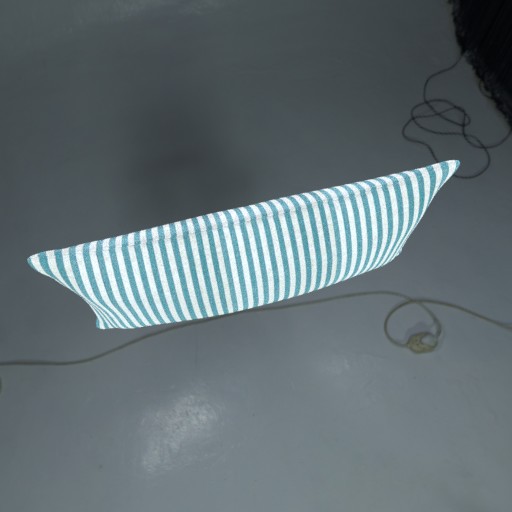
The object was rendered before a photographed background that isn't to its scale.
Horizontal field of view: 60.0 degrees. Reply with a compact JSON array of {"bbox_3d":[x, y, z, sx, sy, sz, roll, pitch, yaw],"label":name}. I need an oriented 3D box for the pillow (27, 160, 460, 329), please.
[{"bbox_3d":[0.000,0.000,0.738,0.617,0.295,0.151,-13,64,-7],"label":"pillow"}]
